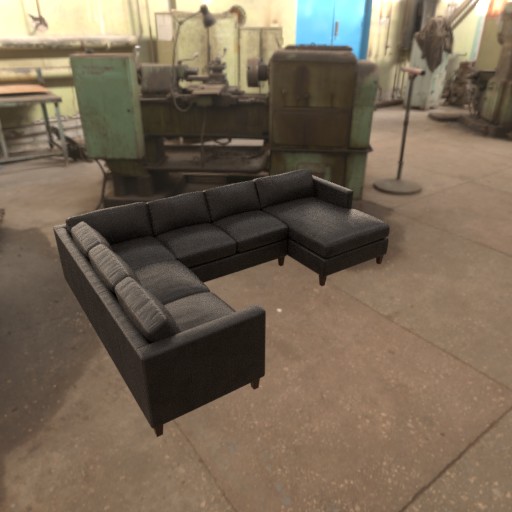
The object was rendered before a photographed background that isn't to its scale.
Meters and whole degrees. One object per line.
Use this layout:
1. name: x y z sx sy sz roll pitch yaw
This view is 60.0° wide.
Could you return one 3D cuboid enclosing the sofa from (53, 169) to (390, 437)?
1. sofa: 0.000 0.000 4.549 3.324 0.891 2.452 -17 32 -30
